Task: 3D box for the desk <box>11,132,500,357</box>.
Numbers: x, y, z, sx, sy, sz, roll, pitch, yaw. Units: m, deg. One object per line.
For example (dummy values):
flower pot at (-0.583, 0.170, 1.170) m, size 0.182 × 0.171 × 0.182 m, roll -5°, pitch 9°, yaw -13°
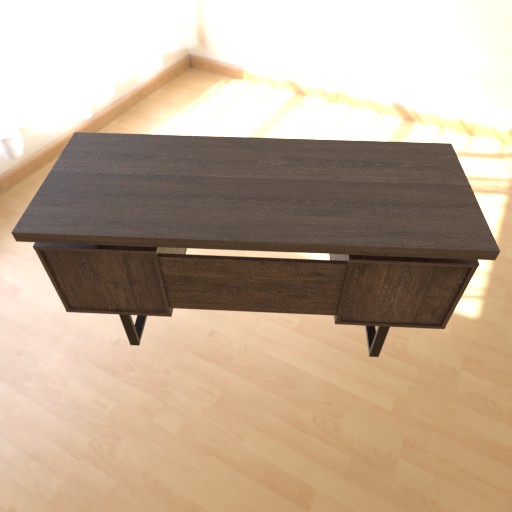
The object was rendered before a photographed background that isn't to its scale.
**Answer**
desk at (0.000, 0.000, 1.860) m, size 1.524 × 0.760 × 0.600 m, roll 2°, pitch 47°, yaw 2°
